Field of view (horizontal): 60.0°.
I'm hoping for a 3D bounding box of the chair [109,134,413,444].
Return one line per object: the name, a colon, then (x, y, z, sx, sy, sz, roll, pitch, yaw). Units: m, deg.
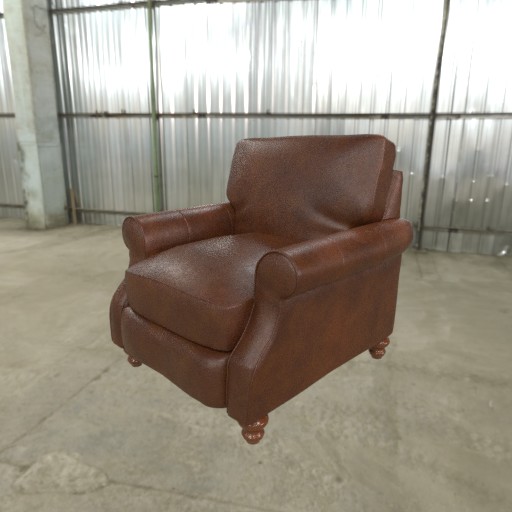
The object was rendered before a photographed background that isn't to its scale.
chair: (0.000, 0.000, 1.830, 0.989, 0.972, 0.992, 14, 21, 42)
